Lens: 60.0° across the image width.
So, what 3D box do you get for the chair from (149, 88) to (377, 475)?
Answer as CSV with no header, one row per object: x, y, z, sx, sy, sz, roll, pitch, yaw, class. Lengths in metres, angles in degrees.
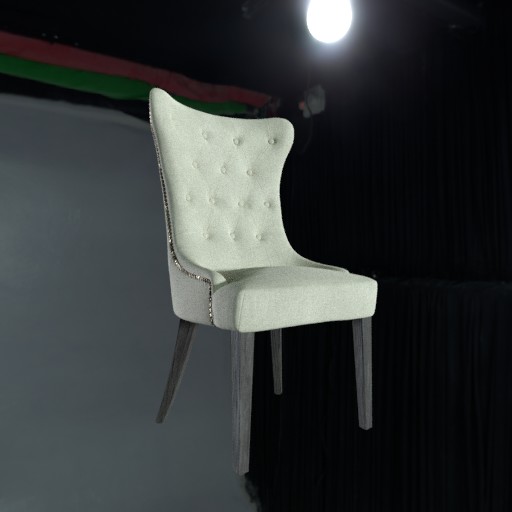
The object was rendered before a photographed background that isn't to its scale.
0.000,0.000,1.417,0.584,1.065,0.590,0,0,-37,chair
